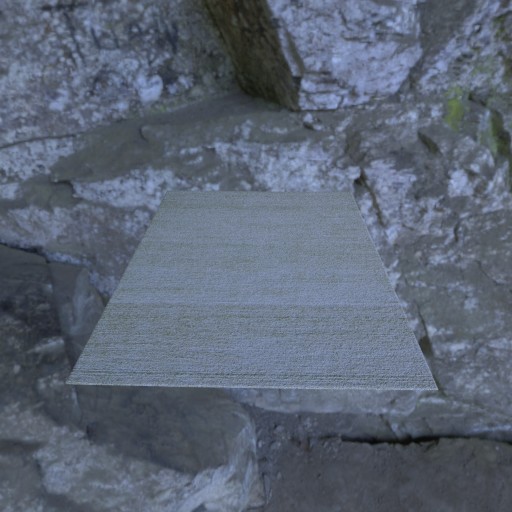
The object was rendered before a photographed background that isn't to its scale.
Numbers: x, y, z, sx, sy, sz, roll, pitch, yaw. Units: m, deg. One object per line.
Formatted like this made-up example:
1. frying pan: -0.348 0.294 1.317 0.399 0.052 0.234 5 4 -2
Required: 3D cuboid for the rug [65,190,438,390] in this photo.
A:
1. rug: 0.000 0.000 5.002 2.782 0.025 3.935 1 30 1
